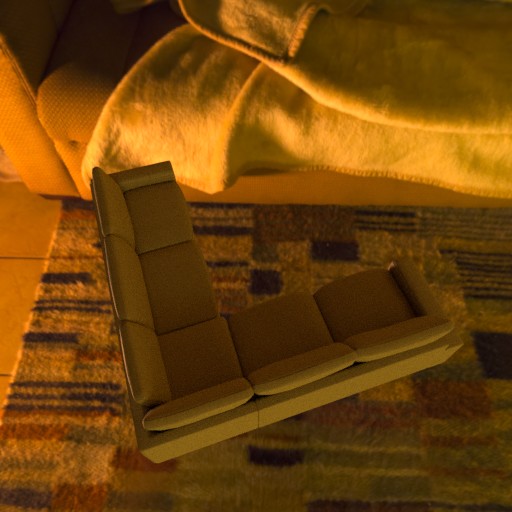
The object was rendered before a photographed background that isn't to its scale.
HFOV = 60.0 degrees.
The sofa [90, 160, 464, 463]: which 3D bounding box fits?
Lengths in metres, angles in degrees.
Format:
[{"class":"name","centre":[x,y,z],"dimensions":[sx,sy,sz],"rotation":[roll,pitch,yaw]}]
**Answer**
[{"class":"sofa","centre":[0.000,0.000,4.094],"dimensions":[2.622,0.800,2.742],"rotation":[-16,59,-10]}]
